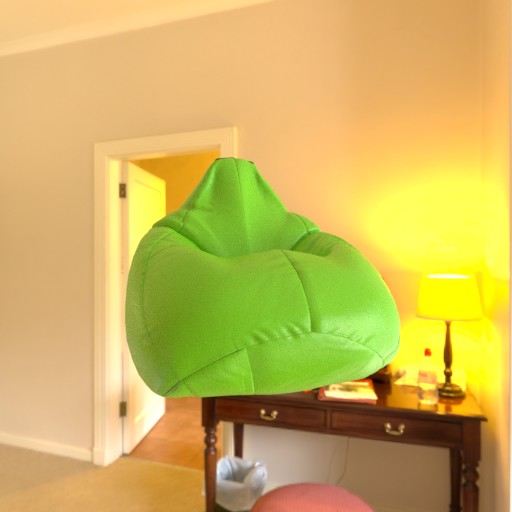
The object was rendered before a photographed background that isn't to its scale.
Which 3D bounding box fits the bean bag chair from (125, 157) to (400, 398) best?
[{"bbox_3d":[0.000,0.000,1.884,1.070,0.990,1.070,0,0,-19],"label":"bean bag chair"}]
